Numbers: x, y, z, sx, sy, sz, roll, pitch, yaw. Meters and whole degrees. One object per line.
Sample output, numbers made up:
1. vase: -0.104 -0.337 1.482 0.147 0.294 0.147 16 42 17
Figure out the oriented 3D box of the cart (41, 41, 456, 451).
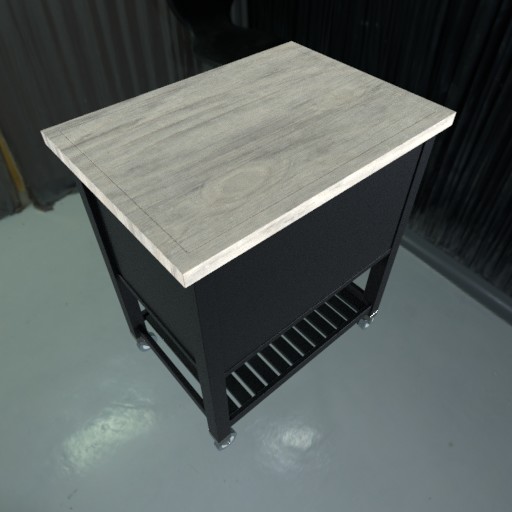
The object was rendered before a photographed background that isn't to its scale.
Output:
1. cart: 0.000 0.000 1.366 0.797 0.920 0.567 -32 54 -27
